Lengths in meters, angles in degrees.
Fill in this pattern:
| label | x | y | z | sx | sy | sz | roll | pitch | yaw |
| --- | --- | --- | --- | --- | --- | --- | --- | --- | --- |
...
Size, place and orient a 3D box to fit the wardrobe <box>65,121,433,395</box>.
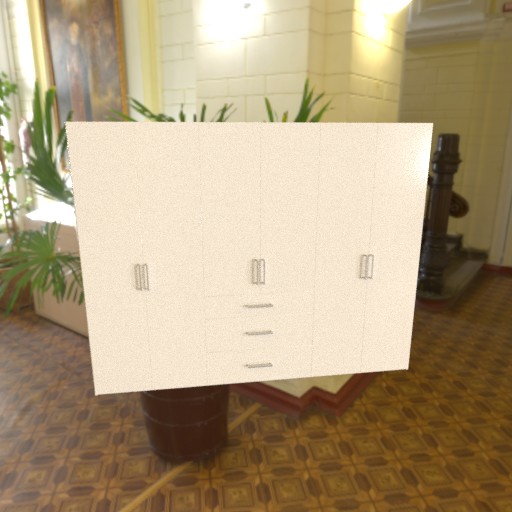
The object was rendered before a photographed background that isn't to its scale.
| label | x | y | z | sx | sy | sz | roll | pitch | yaw |
| --- | --- | --- | --- | --- | --- | --- | --- | --- | --- |
| wardrobe | 0.000 | 0.000 | 4.107 | 3.000 | 2.360 | 0.580 | -2 | 16 | -8 |
